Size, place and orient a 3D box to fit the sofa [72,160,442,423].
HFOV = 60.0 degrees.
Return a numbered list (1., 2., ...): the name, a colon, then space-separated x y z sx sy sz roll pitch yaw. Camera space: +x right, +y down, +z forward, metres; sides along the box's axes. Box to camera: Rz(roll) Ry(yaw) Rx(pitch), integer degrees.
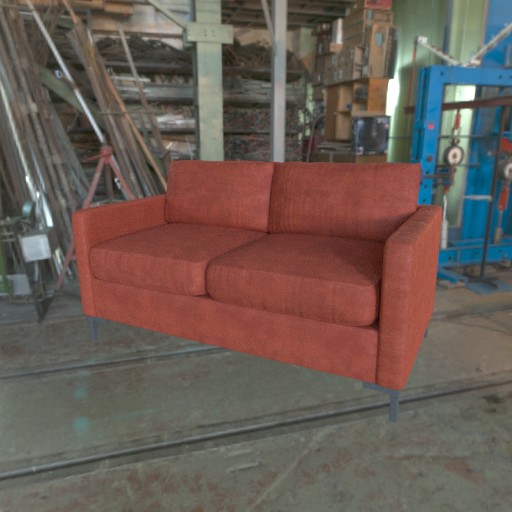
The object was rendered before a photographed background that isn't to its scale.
1. sofa: 0.000 0.000 2.146 1.574 0.896 0.864 8 17 27
